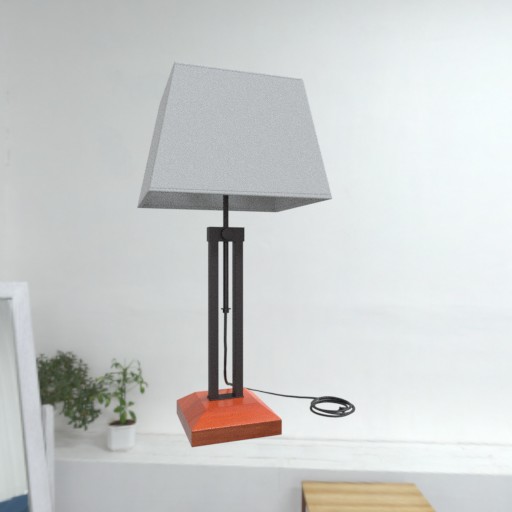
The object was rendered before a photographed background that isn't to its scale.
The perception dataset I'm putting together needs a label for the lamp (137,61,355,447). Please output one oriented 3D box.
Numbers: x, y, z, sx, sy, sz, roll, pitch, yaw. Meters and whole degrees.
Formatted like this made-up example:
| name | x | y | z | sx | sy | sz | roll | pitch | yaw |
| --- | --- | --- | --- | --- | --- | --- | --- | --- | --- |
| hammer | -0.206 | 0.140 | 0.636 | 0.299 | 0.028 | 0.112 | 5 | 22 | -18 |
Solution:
| name | x | y | z | sx | sy | sz | roll | pitch | yaw |
| --- | --- | --- | --- | --- | --- | --- | --- | --- | --- |
| lamp | 0.000 | 0.000 | 0.994 | 0.498 | 0.737 | 0.310 | 0 | 0 | -18 |
